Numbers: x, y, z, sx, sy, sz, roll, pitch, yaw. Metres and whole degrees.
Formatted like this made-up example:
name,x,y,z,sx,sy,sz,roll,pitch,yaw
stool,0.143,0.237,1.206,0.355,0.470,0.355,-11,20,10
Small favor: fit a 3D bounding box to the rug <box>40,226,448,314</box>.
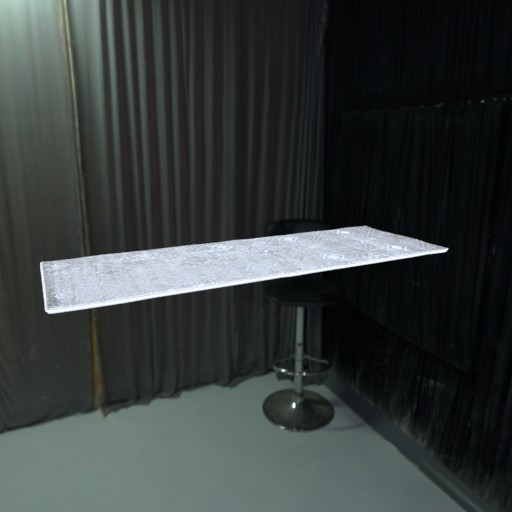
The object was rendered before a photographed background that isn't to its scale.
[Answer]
name,x,y,z,sx,sy,sz,roll,pitch,yaw
rug,0.000,0.000,2.721,2.381,0.035,0.832,-7,17,-26
